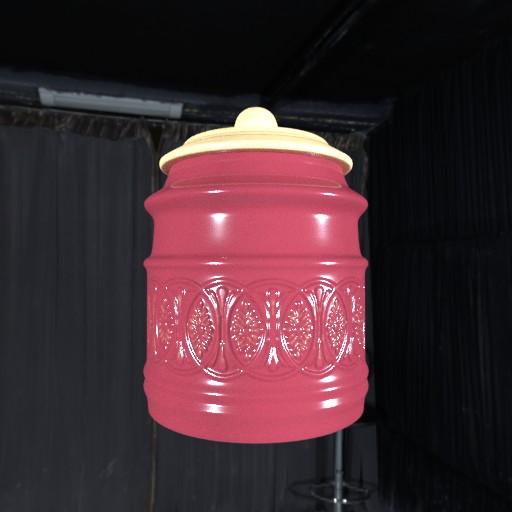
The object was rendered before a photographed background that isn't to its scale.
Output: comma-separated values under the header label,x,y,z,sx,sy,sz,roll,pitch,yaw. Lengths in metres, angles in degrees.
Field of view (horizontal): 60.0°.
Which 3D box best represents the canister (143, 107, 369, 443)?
label,x,y,z,sx,sy,sz,roll,pitch,yaw
canister,0.000,0.000,0.264,0.130,0.176,0.130,0,-1,0
